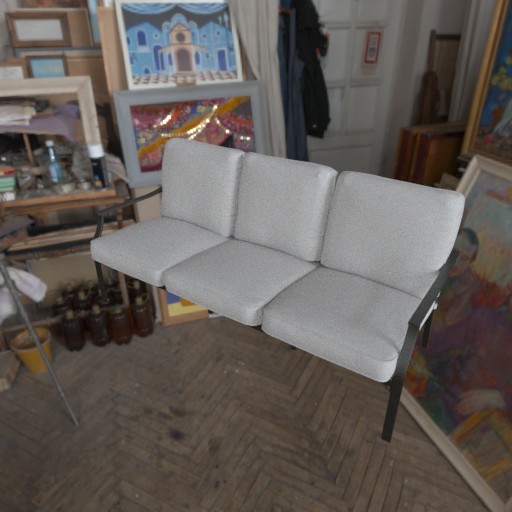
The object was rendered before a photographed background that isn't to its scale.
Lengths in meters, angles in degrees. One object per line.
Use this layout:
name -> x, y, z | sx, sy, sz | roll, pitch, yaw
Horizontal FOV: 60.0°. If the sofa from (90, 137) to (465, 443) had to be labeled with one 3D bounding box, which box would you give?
sofa -> 0.000, 0.000, 2.223 | 1.740, 0.860, 0.787 | 18, 34, 29
